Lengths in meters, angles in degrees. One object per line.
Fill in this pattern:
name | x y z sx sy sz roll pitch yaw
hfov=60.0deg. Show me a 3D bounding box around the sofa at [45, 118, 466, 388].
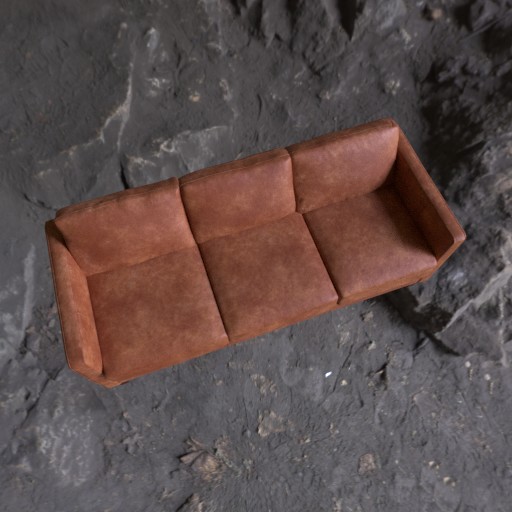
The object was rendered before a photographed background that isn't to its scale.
sofa | 0.000 0.000 3.005 2.464 1.006 1.045 -17 66 -8
